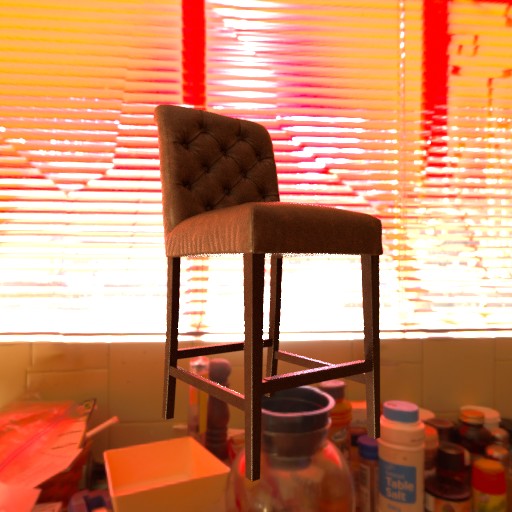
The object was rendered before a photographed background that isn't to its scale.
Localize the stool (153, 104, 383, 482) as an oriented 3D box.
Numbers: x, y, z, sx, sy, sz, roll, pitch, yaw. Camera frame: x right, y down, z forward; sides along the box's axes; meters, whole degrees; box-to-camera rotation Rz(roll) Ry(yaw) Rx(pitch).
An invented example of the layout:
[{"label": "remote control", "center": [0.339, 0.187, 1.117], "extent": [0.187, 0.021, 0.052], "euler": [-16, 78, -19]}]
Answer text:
[{"label": "stool", "center": [0.000, 0.000, 1.448], "extent": [0.486, 1.084, 0.660], "euler": [1, -1, -35]}]
